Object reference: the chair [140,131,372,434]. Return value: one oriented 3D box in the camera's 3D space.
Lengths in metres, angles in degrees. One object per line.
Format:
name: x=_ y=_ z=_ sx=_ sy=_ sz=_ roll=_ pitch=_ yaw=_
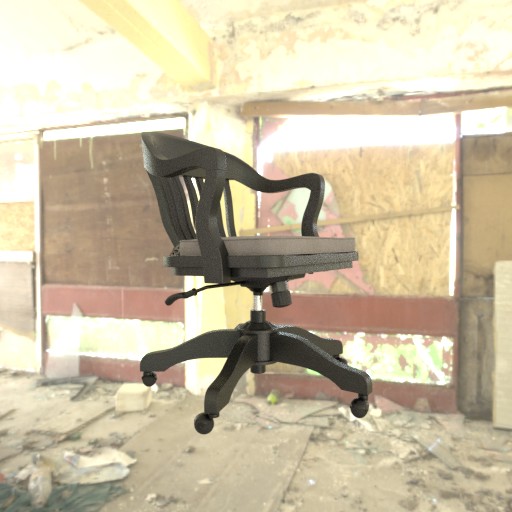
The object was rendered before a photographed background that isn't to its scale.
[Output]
chair: x=0.000 y=0.000 z=1.444 sx=0.788 sy=0.878 sz=0.750 roll=1 pitch=2 yaw=36
